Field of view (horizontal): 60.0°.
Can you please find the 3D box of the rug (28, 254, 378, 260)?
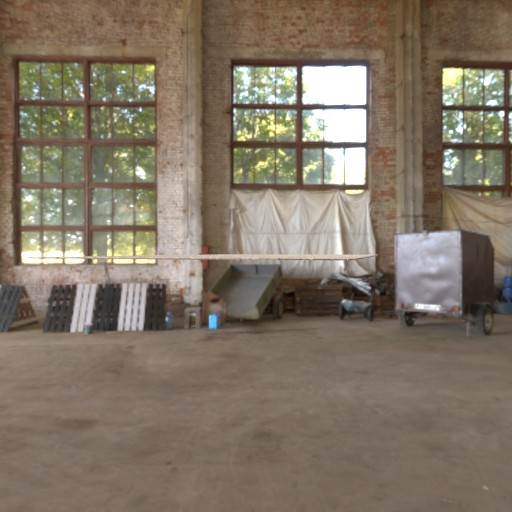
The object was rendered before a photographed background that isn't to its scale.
[{"bbox_3d":[0.000,0.000,3.059,1.546,0.010,2.442,0,1,18],"label":"rug"}]
